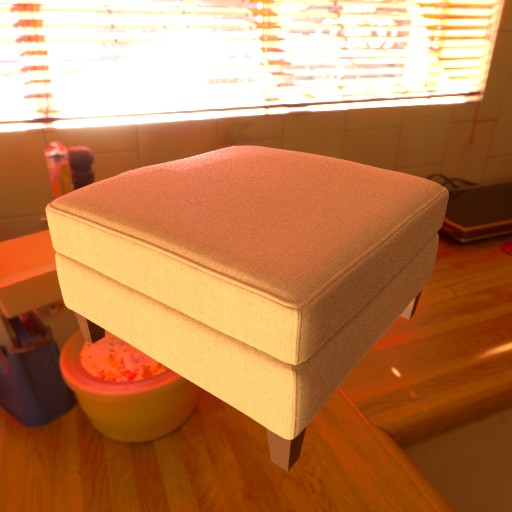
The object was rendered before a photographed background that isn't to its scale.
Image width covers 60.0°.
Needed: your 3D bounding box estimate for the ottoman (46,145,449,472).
[{"bbox_3d":[0.000,0.000,1.325,0.838,0.503,0.838,19,33,33],"label":"ottoman"}]
